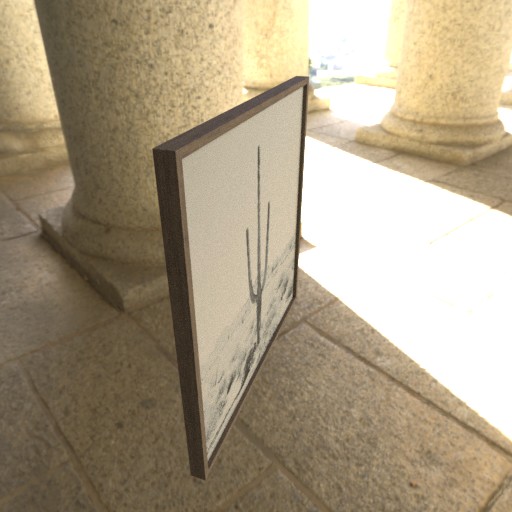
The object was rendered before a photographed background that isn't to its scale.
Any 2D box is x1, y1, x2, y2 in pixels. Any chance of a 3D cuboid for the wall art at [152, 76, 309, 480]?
[{"bbox_3d":[0.000,0.000,1.134,0.038,0.762,0.762,10,32,18],"label":"wall art"}]
